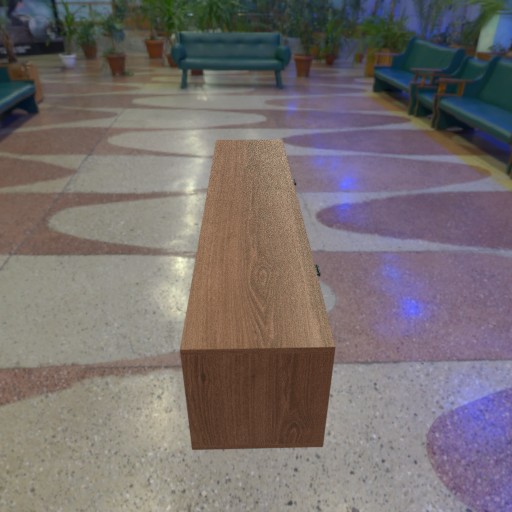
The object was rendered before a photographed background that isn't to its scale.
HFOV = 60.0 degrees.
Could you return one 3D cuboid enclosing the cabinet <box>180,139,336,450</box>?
[{"bbox_3d":[0.000,0.000,1.881,0.400,0.500,1.650,-1,32,-1],"label":"cabinet"}]
